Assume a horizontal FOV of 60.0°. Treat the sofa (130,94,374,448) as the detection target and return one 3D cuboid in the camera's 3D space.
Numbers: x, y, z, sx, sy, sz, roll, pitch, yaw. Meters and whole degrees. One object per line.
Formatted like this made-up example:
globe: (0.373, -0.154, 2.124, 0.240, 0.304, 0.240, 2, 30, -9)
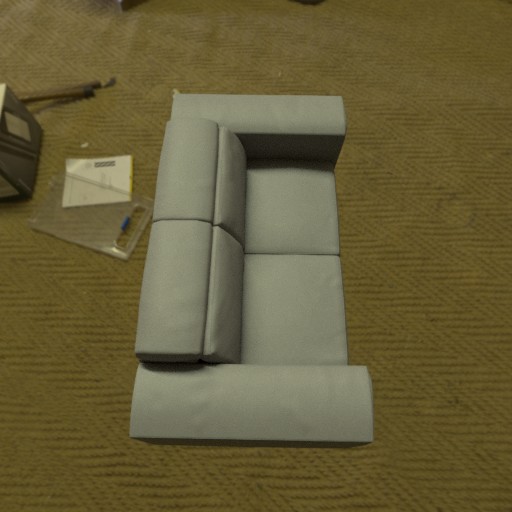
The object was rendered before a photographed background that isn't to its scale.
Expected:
sofa: (0.000, 0.000, 2.380, 1.003, 0.779, 1.895, 1, 64, 0)
